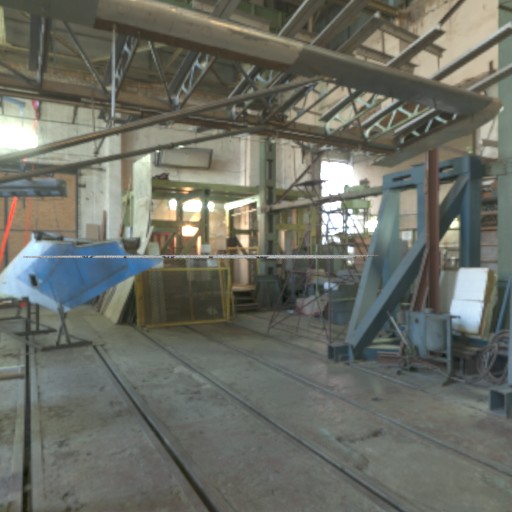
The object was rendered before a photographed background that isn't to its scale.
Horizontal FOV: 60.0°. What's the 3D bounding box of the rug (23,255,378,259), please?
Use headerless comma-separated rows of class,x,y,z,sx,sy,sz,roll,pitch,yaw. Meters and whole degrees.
rug,0.000,0.000,3.027,1.526,0.008,2.465,0,0,17
